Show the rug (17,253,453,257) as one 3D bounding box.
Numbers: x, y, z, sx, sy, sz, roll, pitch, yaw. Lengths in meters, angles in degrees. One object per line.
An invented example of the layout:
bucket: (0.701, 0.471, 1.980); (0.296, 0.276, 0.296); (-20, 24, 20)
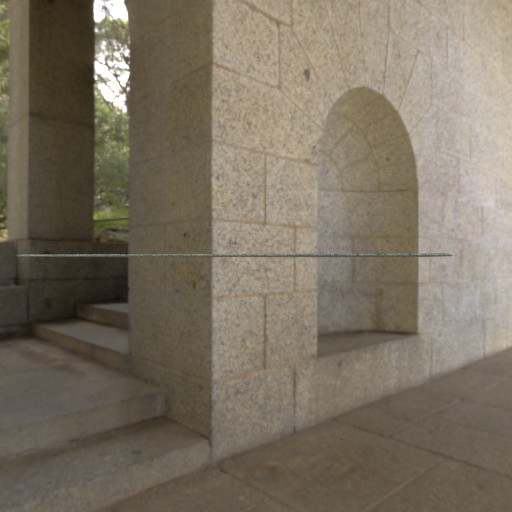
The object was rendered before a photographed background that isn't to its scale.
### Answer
rug: (0.000, 0.000, 4.066); (3.050, 0.016, 2.441); (0, 0, 17)
